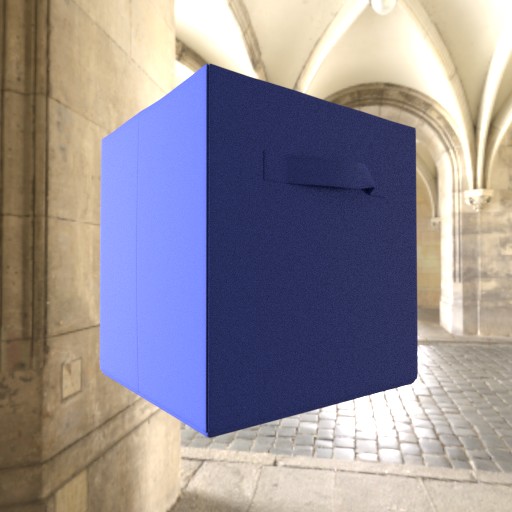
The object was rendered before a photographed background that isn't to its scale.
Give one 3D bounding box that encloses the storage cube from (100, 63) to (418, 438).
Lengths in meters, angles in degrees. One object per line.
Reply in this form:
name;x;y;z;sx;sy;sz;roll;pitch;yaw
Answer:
storage cube;0.000;0.000;0.499;0.270;0.280;0.270;1;-2;-37
